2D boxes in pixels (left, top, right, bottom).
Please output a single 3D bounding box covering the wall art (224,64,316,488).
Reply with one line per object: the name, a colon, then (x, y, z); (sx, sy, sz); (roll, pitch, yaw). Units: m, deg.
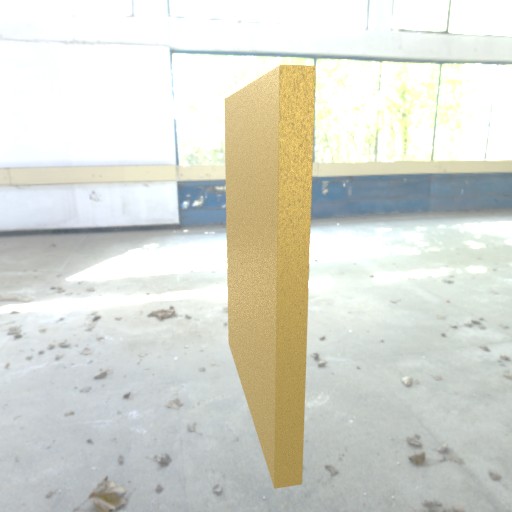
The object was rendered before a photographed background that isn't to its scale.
wall art: (0.000, 0.000, 0.897); (0.048, 0.642, 0.537); (-3, 15, -11)
